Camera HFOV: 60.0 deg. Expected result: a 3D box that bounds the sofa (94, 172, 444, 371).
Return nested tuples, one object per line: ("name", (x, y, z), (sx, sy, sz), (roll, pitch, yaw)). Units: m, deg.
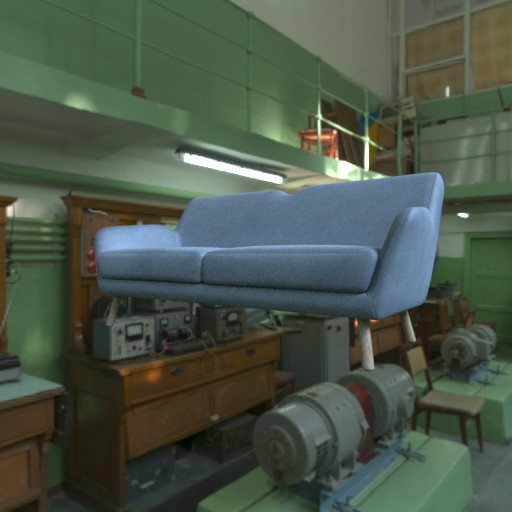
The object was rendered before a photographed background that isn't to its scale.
("sofa", (0.000, 0.000, 2.340), (1.870, 0.810, 0.850), (0, 0, 38))
